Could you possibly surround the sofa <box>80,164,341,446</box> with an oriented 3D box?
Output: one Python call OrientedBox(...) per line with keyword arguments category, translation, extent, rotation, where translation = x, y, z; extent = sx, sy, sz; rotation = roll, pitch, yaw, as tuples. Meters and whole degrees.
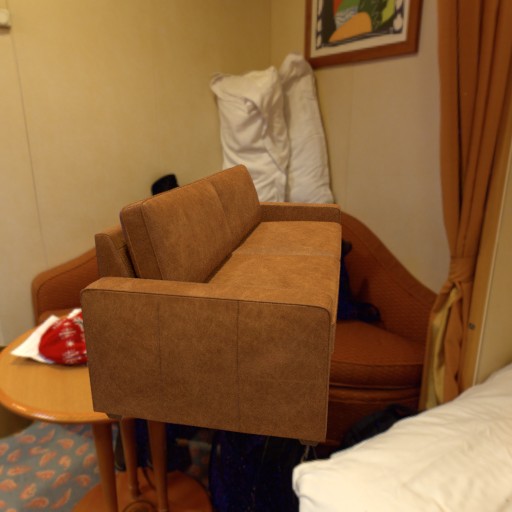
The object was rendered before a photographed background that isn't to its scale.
OrientedBox(category="sofa", translation=(0.000, 0.000, 2.645), extent=(0.991, 0.928, 2.156), rotation=(3, 17, 11))
